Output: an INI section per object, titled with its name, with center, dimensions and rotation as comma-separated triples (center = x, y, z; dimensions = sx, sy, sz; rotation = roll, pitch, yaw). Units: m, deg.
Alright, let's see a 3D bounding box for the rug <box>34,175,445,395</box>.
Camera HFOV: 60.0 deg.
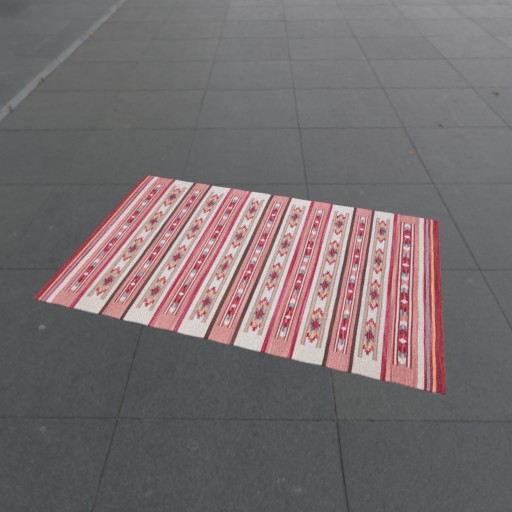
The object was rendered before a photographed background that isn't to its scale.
[rug]
center = 0.000, 0.000, 3.046
dimensions = 2.431, 0.010, 1.535
rotation = 11, 42, 12
